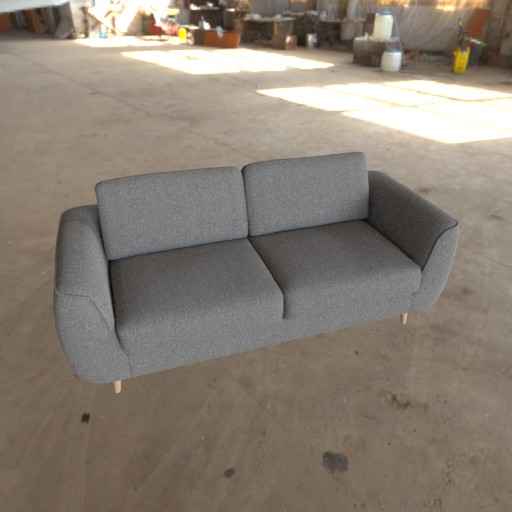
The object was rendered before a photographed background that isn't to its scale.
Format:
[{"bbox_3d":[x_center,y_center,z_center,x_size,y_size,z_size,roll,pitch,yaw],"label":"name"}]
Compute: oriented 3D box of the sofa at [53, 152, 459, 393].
[{"bbox_3d":[0.000,0.000,2.426,2.000,0.870,0.920,-10,33,-16],"label":"sofa"}]
